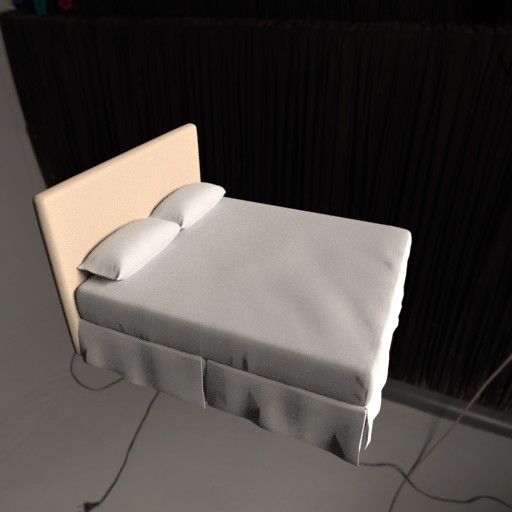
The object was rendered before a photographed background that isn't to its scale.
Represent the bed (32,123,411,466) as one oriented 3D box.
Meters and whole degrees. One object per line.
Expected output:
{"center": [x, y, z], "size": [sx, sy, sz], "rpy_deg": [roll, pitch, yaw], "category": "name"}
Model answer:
{"center": [0.000, 0.000, 3.271], "size": [2.142, 1.330, 1.884], "rpy_deg": [12, 33, 19], "category": "bed"}
